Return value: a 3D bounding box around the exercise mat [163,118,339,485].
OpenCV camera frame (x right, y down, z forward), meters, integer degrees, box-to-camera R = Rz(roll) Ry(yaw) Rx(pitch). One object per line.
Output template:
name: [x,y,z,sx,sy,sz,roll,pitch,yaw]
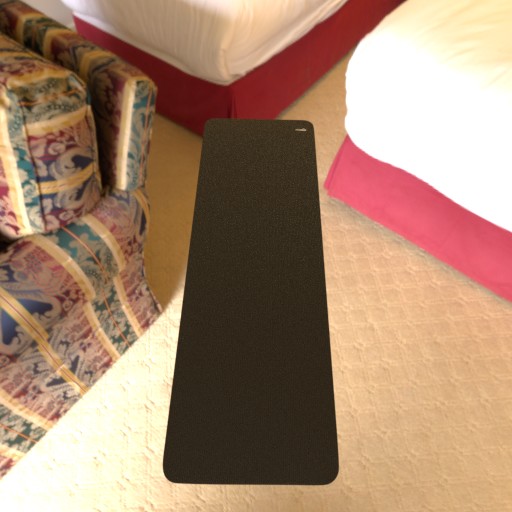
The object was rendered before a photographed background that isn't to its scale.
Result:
exercise mat: [0.000,0.000,2.022,0.616,0.021,1.869,1,57,1]
